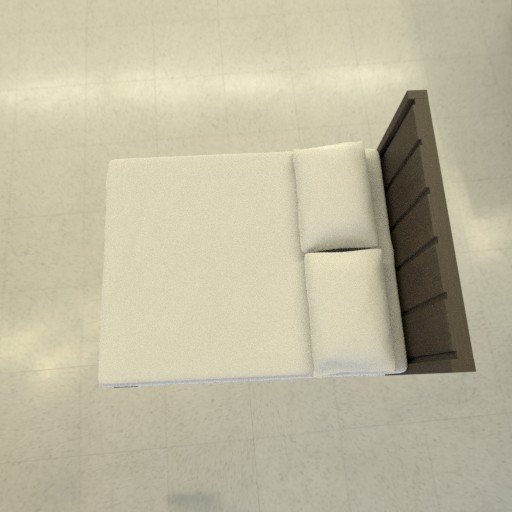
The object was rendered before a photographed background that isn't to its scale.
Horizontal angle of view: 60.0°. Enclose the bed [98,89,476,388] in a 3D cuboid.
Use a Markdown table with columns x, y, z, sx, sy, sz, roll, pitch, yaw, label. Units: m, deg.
| x | y | z | sx | sy | sz | roll | pitch | yaw | label |
| --- | --- | --- | --- | --- | --- | --- | --- | --- | --- |
| 0.000 | 0.000 | 3.163 | 2.242 | 1.270 | 1.727 | -3 | 74 | -1 | bed |
